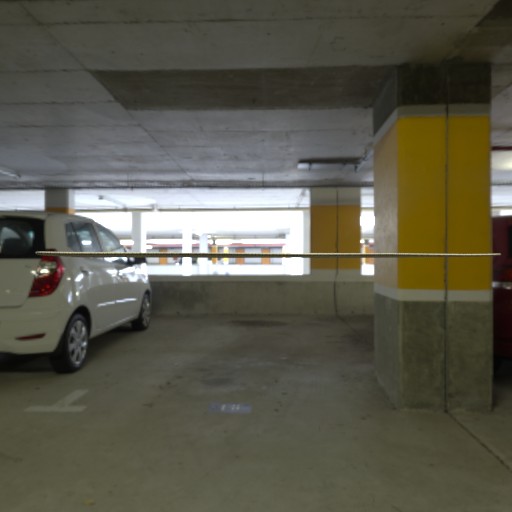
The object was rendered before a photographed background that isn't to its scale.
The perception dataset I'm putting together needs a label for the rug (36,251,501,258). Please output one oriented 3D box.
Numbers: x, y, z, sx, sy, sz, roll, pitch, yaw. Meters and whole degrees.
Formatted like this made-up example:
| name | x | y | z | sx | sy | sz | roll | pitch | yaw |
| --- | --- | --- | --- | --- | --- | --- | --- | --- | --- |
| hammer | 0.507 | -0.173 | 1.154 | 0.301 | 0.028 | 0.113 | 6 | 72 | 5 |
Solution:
| name | x | y | z | sx | sy | sz | roll | pitch | yaw |
| --- | --- | --- | --- | --- | --- | --- | --- | --- | --- |
| rug | 0.000 | 0.000 | 4.221 | 3.381 | 0.026 | 2.436 | 0 | -1 | -16 |
